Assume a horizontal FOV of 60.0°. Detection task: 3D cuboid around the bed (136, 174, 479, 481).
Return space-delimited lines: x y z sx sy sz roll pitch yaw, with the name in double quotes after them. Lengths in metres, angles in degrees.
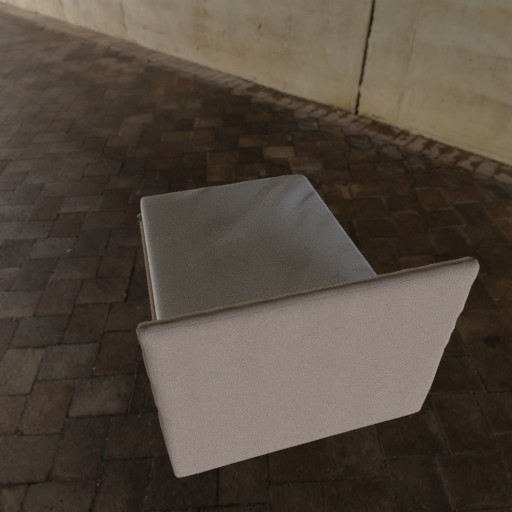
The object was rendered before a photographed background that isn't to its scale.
0.000 0.000 3.333 1.698 1.427 2.387 -10 42 -12 "bed"
